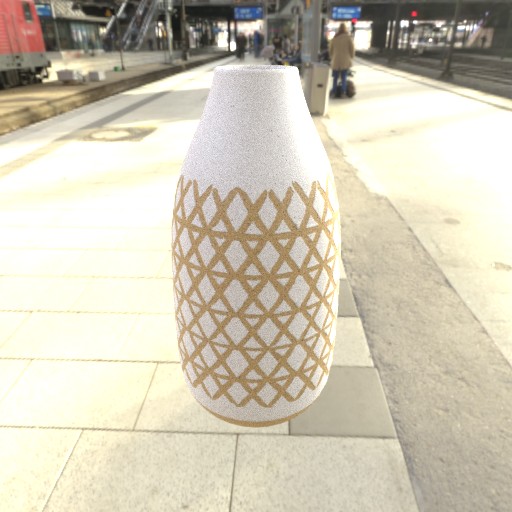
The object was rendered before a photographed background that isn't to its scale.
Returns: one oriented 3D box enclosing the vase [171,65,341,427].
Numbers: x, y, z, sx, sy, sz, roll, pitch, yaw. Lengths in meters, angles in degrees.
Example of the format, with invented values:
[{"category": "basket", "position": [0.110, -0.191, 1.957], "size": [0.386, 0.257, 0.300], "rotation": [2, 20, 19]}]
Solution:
[{"category": "vase", "position": [0.000, 0.000, 0.484], "size": [0.186, 0.380, 0.186], "rotation": [0, 26, 0]}]
